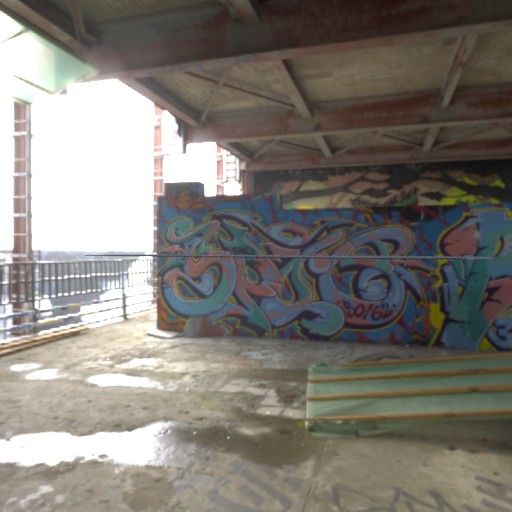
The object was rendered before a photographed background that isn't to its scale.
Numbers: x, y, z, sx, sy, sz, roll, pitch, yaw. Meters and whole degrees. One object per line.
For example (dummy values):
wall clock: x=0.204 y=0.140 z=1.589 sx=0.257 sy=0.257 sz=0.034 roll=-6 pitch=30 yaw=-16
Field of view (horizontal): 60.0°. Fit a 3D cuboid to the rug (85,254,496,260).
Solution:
rug: x=0.000 y=0.000 z=2.623 sx=2.443 sy=0.008 sz=0.688 roll=1 pitch=1 yaw=36
